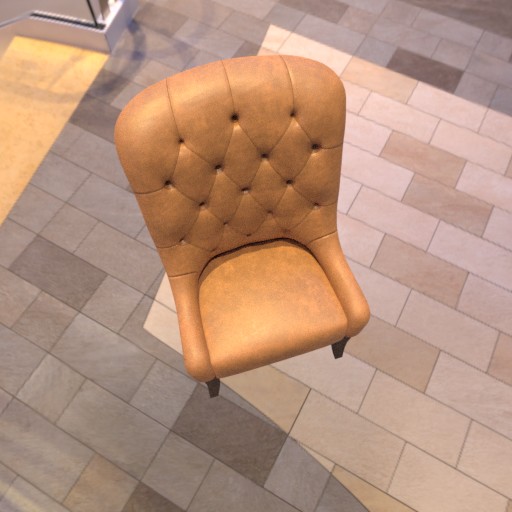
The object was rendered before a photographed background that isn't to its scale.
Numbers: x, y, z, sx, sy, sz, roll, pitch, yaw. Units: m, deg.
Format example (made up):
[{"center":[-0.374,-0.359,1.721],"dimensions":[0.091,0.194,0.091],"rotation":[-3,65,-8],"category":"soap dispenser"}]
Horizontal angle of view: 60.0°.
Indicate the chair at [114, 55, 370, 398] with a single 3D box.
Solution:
[{"center":[0.000,0.000,1.476],"dimensions":[0.634,1.091,0.629],"rotation":[-15,65,-7],"category":"chair"}]
